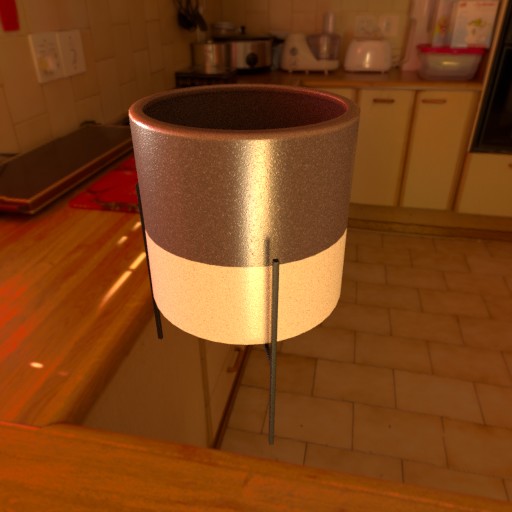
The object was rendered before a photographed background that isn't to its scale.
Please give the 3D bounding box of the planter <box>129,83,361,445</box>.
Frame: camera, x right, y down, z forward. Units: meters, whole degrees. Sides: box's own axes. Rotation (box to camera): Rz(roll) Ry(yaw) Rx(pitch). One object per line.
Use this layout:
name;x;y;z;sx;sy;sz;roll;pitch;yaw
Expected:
planter;0.000;0.000;0.535;0.250;0.353;0.260;-10;32;-16
